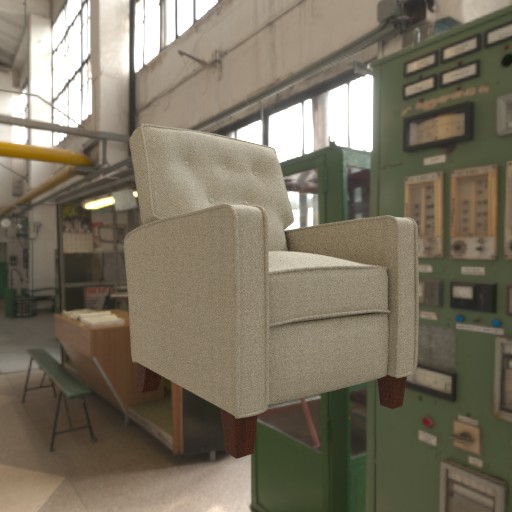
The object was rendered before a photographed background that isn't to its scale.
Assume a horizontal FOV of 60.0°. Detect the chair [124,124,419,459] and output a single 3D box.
[{"bbox_3d":[0.000,0.000,1.412,0.648,0.888,0.754,0,0,-35],"label":"chair"}]
